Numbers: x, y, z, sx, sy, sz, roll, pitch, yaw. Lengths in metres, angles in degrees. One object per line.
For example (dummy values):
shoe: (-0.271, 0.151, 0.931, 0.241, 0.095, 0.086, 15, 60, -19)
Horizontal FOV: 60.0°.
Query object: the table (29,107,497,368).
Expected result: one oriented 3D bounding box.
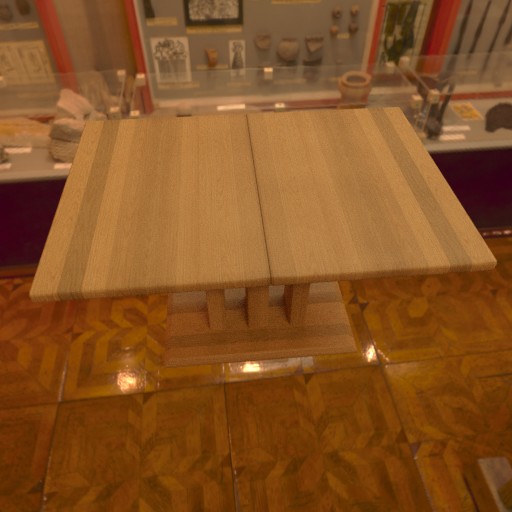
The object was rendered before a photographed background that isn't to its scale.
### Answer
table: (0.000, 0.000, 1.800, 1.300, 0.770, 0.900, -4, 47, -4)
